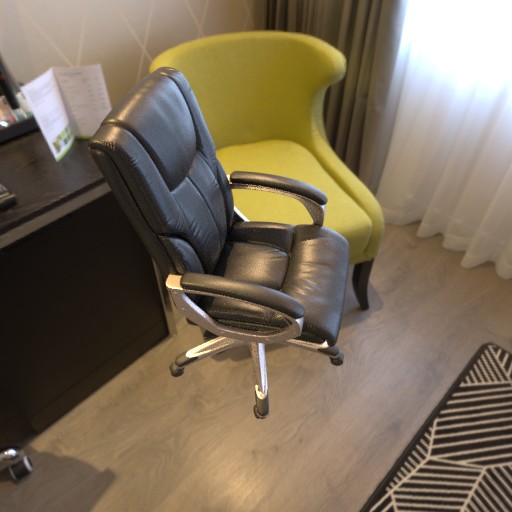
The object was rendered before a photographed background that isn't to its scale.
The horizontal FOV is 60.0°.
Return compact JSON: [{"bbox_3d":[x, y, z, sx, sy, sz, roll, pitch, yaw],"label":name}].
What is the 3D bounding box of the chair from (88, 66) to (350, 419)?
[{"bbox_3d":[0.000,0.000,1.592,0.780,1.145,0.700,10,47,9],"label":"chair"}]
